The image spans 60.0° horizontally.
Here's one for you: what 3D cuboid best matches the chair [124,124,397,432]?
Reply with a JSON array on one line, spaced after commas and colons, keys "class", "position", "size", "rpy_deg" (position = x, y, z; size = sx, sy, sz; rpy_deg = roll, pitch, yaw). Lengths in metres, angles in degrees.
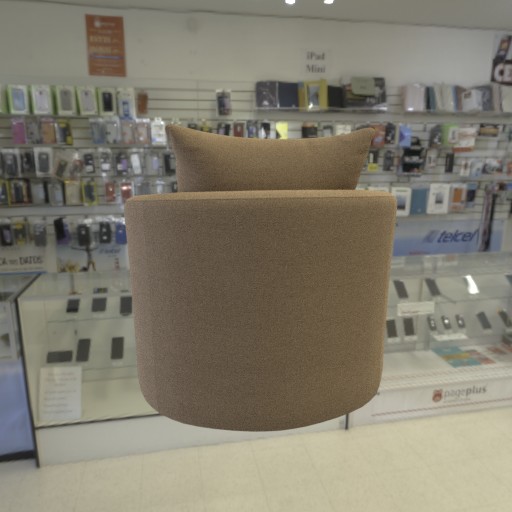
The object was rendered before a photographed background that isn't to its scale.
[{"class": "chair", "position": [0.000, 0.000, 1.544], "size": [0.845, 0.848, 0.910], "rpy_deg": [-2, 14, -9]}]
